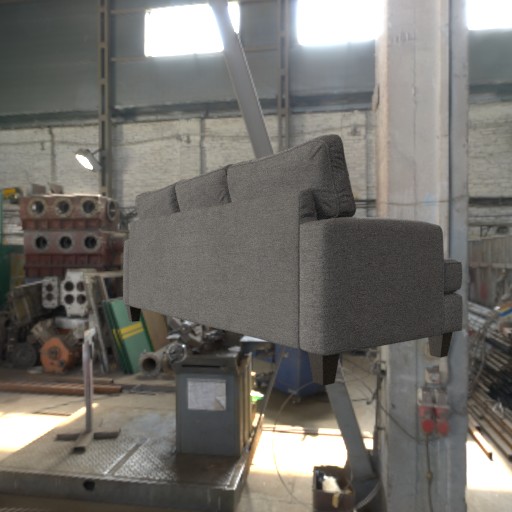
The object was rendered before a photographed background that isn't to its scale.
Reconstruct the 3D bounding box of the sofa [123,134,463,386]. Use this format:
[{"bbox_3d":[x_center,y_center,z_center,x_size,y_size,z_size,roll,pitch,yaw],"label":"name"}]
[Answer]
[{"bbox_3d":[0.000,0.000,2.717,0.951,0.965,2.158,0,0,-36],"label":"sofa"}]
